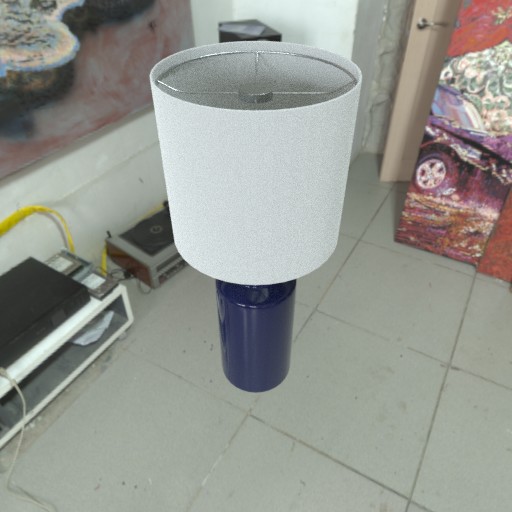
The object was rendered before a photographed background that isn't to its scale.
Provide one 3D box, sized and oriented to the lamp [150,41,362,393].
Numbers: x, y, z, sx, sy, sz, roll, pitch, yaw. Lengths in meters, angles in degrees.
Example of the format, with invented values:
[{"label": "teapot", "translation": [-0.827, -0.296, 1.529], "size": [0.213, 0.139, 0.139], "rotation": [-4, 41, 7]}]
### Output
[{"label": "lamp", "translation": [0.000, 0.000, 0.607], "size": [0.212, 0.493, 0.212], "rotation": [0, 40, 0]}]
